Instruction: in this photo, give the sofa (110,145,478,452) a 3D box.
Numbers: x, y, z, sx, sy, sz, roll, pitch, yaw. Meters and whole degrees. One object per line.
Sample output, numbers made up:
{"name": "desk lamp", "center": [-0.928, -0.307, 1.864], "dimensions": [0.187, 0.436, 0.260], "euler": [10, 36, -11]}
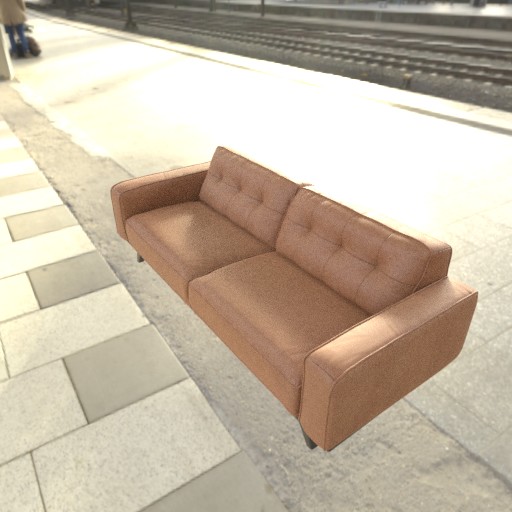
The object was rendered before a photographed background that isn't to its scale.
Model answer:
{"name": "sofa", "center": [0.000, 0.000, 2.660], "dimensions": [0.953, 0.780, 2.270], "euler": [-20, 37, -30]}
